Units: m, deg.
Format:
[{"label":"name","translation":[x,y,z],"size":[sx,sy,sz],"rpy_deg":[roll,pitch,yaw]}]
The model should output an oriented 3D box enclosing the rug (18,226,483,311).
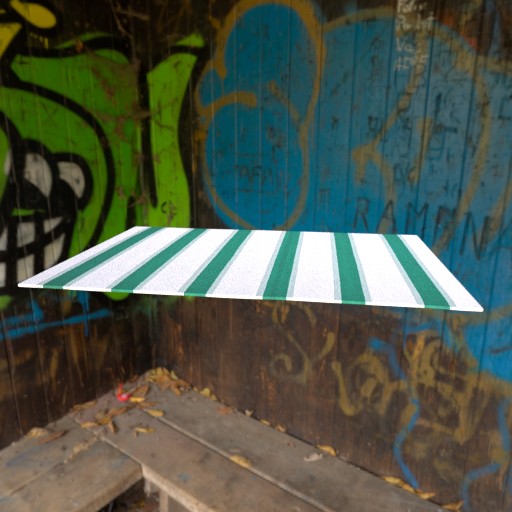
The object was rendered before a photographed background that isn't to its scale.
[{"label":"rug","translation":[0.000,0.000,2.291],"size":[1.829,0.012,1.210],"rpy_deg":[2,16,8]}]
